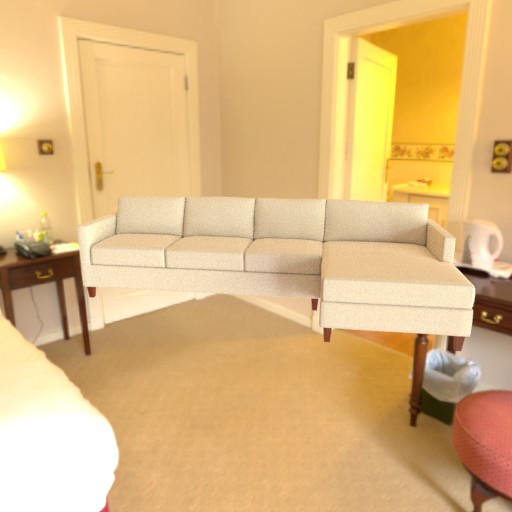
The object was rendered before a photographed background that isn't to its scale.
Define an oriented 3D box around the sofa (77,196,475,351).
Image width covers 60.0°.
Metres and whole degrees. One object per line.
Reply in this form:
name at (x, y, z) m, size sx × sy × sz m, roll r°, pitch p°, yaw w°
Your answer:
sofa at (0.000, 0.000, 4.188) m, size 3.471 × 0.954 × 1.599 m, roll 2°, pitch 15°, yaw 9°
